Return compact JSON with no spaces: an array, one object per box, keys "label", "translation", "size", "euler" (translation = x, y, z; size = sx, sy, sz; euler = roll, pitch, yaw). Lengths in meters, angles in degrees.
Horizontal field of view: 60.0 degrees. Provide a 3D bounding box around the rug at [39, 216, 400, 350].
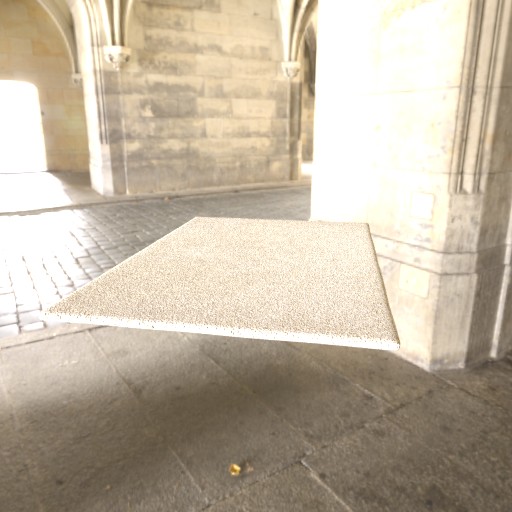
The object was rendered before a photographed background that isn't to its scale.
[{"label":"rug","translation":[0.000,0.000,2.274],"size":[1.219,0.030,1.778],"euler":[3,16,10]}]
